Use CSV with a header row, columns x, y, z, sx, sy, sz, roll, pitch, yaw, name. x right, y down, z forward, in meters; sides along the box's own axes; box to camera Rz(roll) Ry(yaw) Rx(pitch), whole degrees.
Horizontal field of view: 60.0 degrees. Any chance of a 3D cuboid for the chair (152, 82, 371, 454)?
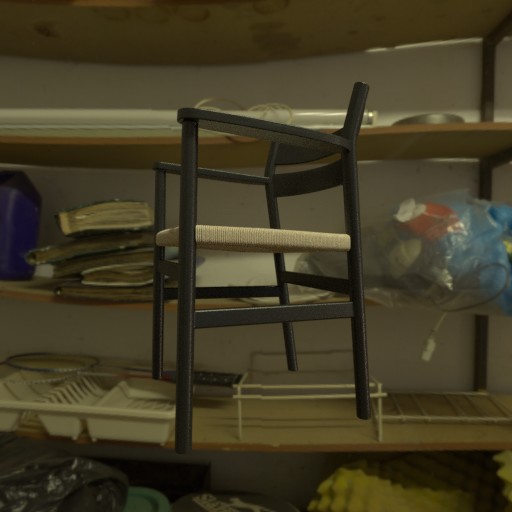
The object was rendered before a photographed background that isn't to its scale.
x,y,z,sx,sy,sz,roll,pitch,yaw,name
0.000,0.000,1.196,0.508,0.775,0.630,0,1,-18,chair
